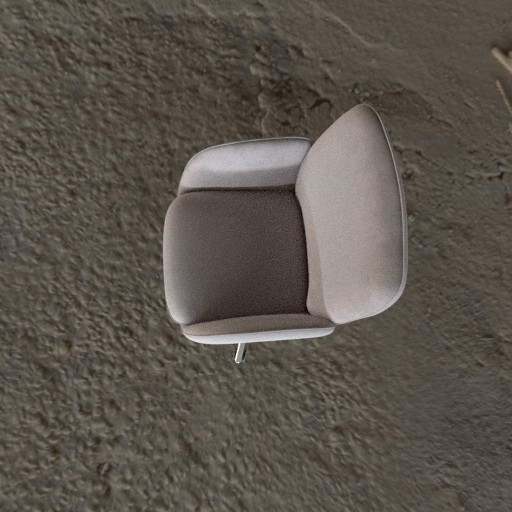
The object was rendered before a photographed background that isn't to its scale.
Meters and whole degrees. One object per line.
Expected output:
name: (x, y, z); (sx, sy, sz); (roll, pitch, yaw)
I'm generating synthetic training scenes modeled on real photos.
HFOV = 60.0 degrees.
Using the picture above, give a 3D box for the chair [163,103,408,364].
chair: (0.000, 0.000, 1.416); (0.654, 0.959, 0.648); (-4, 76, -1)
